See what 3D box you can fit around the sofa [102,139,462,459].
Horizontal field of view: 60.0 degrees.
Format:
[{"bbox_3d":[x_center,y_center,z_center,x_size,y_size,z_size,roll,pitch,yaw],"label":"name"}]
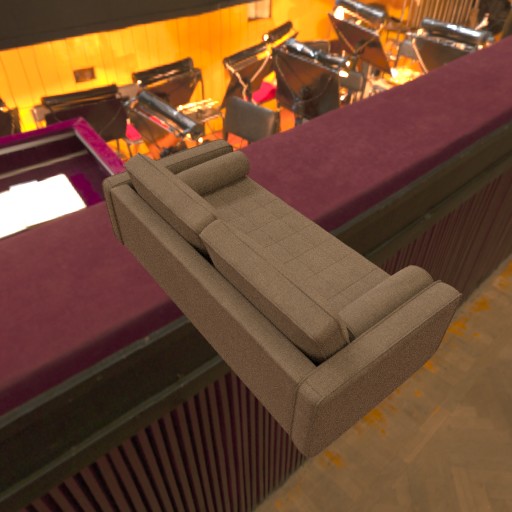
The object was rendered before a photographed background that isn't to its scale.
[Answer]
[{"bbox_3d":[0.000,0.000,2.411,0.914,0.762,1.879,-27,48,-27],"label":"sofa"}]
